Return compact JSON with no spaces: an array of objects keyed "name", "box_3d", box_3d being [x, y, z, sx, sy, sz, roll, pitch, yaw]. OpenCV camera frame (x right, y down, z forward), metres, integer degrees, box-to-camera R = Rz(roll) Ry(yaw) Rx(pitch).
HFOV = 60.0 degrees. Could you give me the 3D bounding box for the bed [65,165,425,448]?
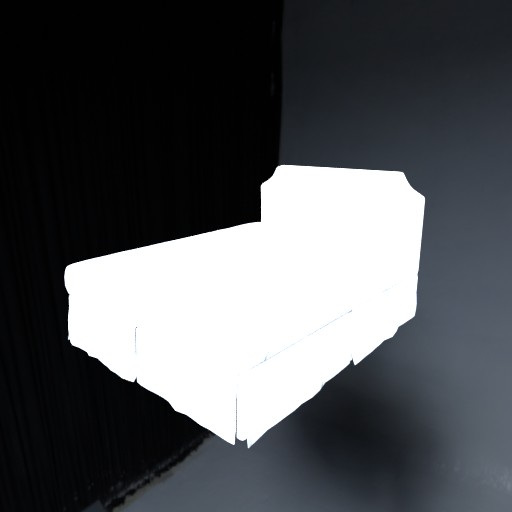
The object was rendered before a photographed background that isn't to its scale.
[{"name":"bed","box_3d":[0.000,0.000,3.685,1.977,1.293,2.498,13,20,39]}]
